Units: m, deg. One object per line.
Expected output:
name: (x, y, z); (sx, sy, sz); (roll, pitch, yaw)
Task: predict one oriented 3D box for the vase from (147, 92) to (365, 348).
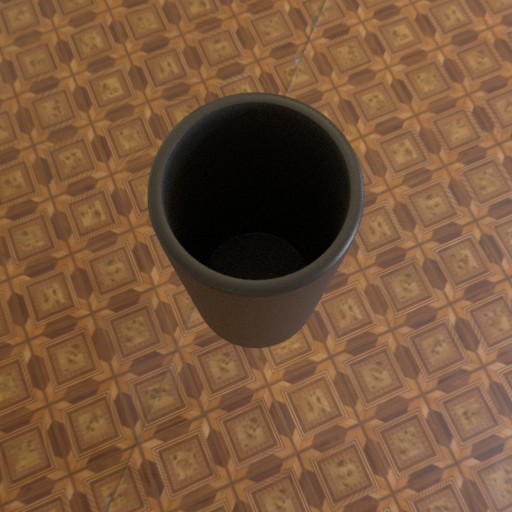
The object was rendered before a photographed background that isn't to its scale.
vase: (0.000, 0.000, 0.353); (0.136, 0.289, 0.136); (34, 79, 7)
